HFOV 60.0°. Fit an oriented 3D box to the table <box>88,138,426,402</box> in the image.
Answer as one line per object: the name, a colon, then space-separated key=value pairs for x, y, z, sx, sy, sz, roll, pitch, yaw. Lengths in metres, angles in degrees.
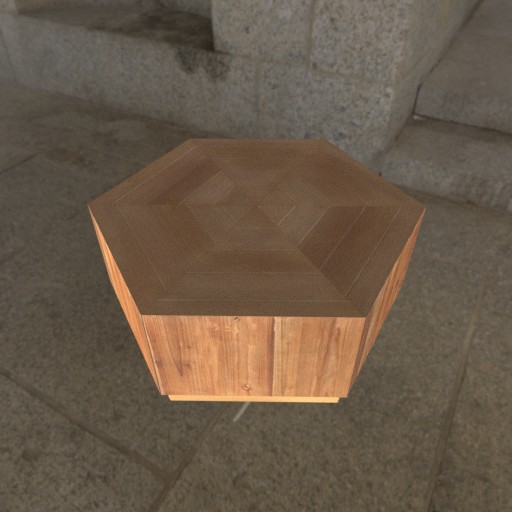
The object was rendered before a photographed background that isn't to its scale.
table: x=0.000 y=0.000 z=1.661 sx=1.154 sy=0.456 sz=1.000 roll=1 pitch=41 yaw=1
